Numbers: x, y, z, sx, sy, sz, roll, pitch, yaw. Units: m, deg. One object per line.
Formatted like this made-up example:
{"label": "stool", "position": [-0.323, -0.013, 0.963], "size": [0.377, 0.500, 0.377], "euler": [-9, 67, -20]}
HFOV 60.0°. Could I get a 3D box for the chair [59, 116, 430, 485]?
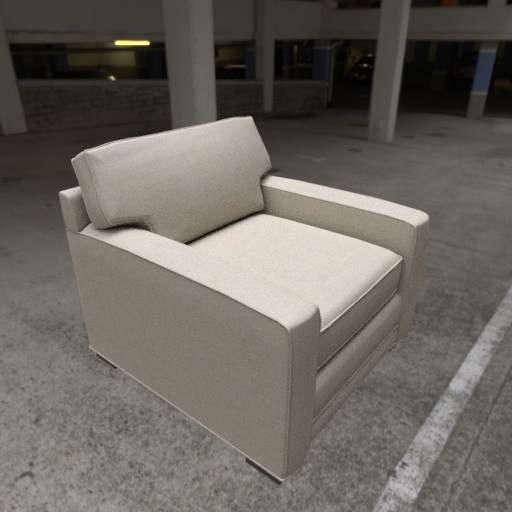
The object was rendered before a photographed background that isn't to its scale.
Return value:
{"label": "chair", "position": [0.000, 0.000, 1.770], "size": [1.043, 0.913, 0.998], "euler": [20, 33, 34]}
